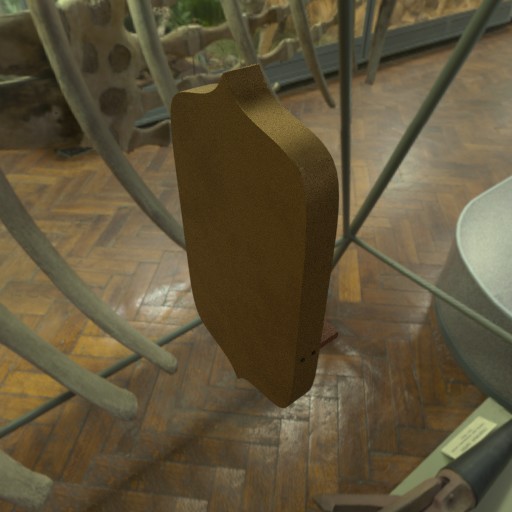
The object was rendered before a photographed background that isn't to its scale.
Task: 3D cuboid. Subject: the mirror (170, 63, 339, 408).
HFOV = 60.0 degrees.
[{"bbox_3d":[0.000,0.000,0.740,0.096,0.613,0.323,-26,47,-28],"label":"mirror"}]
